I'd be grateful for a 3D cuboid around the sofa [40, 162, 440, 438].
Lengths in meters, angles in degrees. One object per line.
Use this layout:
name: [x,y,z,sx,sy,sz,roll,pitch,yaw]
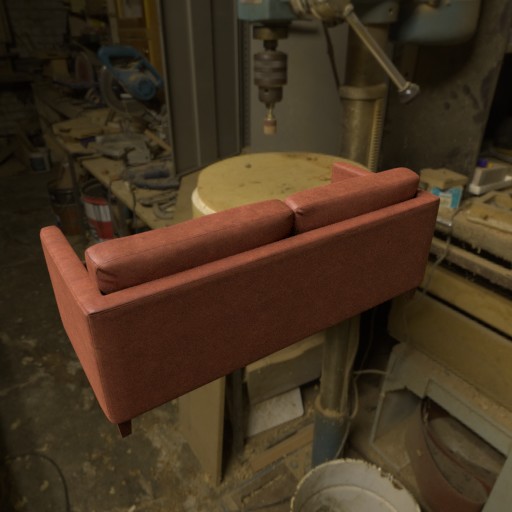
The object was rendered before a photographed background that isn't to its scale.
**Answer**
sofa: [0.000,0.000,2.706,2.204,0.932,0.950,-18,34,-29]
